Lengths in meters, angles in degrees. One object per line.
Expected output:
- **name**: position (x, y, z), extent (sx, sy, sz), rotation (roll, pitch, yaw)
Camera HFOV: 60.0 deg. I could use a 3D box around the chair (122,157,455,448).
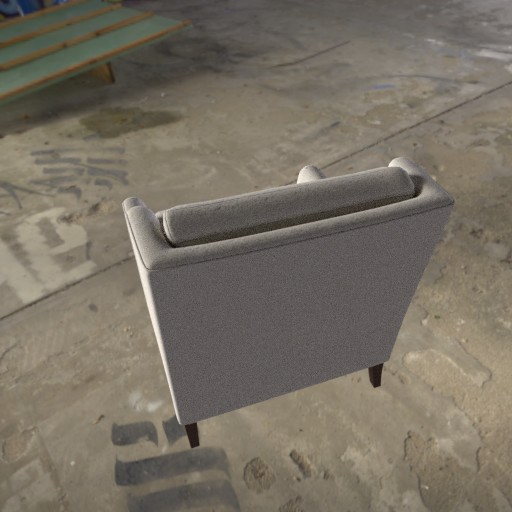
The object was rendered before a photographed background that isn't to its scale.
- **chair**: position (0.000, 0.000, 1.887), extent (0.982, 1.056, 1.040), rotation (-13, 42, -14)
